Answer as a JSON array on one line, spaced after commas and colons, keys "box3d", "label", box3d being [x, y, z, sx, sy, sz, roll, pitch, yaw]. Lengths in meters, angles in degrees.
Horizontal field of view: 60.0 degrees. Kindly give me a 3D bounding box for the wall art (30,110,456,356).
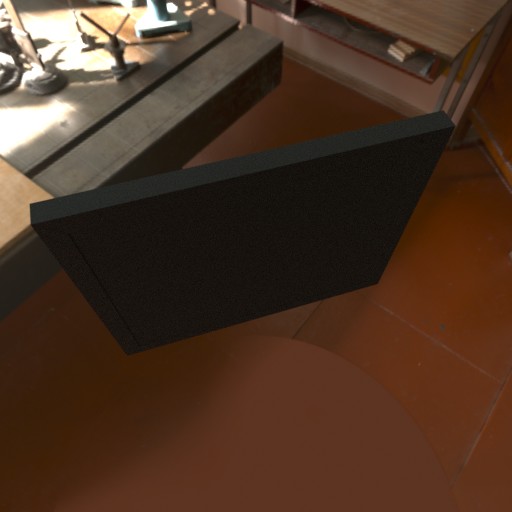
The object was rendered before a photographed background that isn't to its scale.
[{"box3d": [0.000, 0.000, 0.549, 0.404, 0.329, 0.024, -15, 59, -9], "label": "wall art"}]
